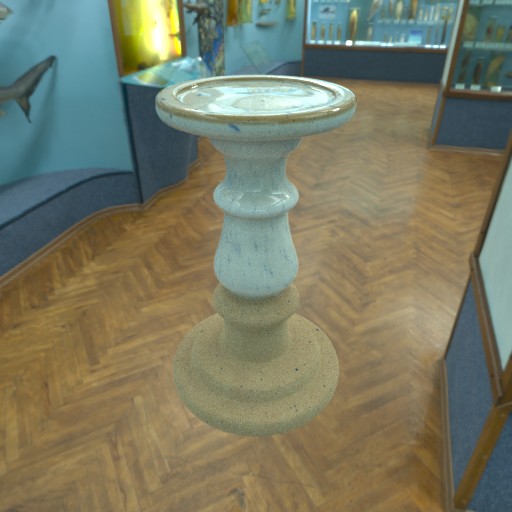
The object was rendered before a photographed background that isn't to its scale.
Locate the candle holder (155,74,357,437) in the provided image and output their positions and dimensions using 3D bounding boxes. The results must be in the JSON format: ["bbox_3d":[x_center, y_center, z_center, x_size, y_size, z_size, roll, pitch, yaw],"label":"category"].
[{"bbox_3d":[0.000,0.000,0.284,0.123,0.202,0.123,0,32,0],"label":"candle holder"}]
